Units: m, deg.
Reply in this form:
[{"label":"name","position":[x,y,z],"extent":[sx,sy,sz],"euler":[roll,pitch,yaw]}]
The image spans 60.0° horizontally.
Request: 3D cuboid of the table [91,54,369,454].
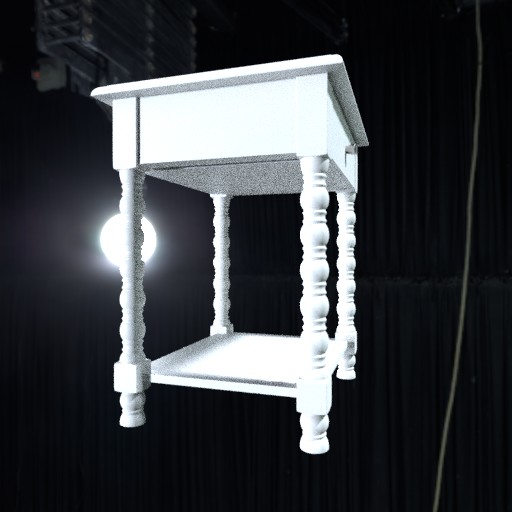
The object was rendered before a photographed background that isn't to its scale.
[{"label":"table","position":[0.000,0.000,0.838],"extent":[0.381,0.531,0.460],"euler":[0,1,18]}]
